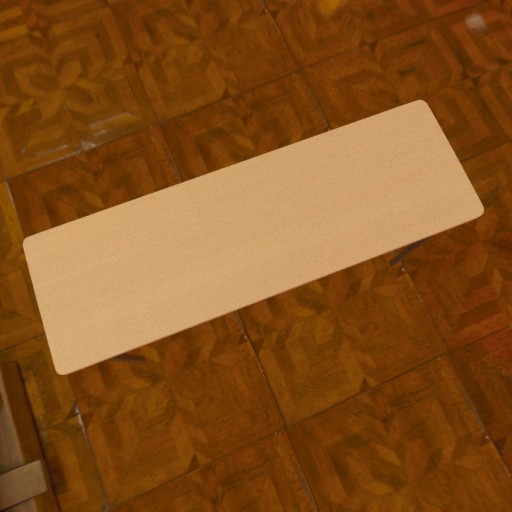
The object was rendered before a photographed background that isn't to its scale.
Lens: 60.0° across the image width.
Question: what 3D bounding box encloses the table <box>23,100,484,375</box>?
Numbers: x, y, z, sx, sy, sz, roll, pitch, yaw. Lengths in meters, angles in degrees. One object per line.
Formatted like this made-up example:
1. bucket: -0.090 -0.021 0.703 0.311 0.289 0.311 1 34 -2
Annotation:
1. table: 0.000 0.000 1.752 1.397 0.750 0.446 -20 76 -5
